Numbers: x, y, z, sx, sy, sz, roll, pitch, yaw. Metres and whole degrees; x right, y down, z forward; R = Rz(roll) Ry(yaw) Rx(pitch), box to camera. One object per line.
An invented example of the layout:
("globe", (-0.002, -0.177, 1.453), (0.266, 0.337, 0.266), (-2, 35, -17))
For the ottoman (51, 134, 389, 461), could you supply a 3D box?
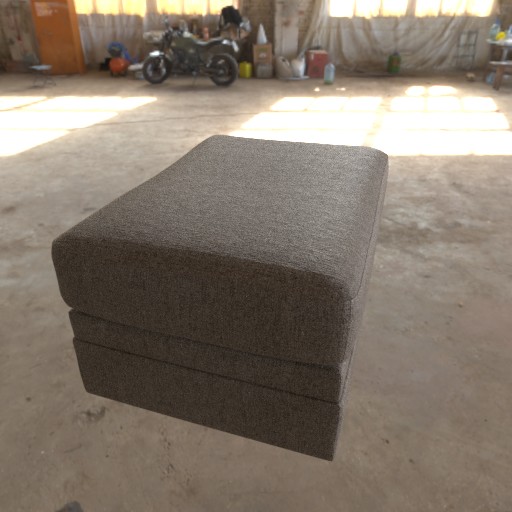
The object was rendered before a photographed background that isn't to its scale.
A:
("ottoman", (0.000, 0.000, 1.240), (0.637, 0.478, 0.885), (9, 32, 15))
